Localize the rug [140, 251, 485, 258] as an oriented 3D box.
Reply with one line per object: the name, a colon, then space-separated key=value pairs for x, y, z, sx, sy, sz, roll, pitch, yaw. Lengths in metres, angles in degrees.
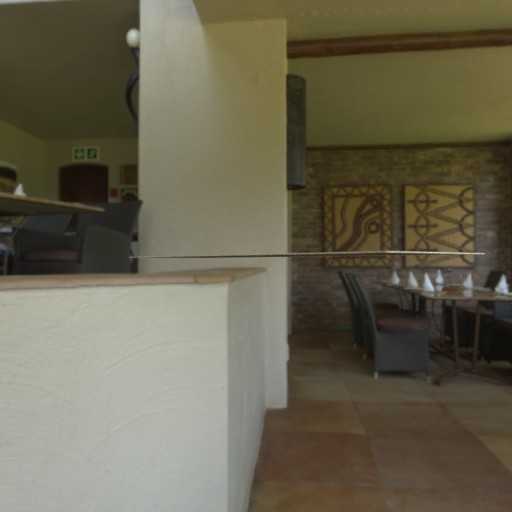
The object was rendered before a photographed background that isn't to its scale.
rug: x=0.000 y=0.000 z=2.706 sx=0.688 sy=0.005 sz=2.437 roll=1 pitch=-1 yaw=-36
